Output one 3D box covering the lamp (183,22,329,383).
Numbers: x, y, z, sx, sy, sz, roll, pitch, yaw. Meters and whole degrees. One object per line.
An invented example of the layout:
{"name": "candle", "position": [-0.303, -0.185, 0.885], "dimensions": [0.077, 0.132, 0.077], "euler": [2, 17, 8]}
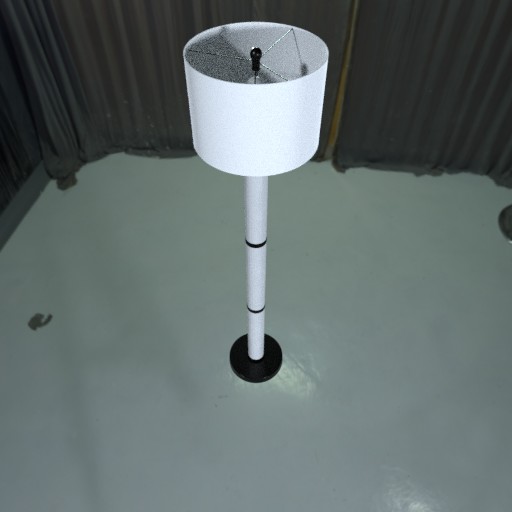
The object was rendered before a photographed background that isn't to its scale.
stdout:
{"name": "lamp", "position": [0.000, 0.000, 1.733], "dimensions": [0.377, 1.599, 0.377], "euler": [3, 48, 3]}
